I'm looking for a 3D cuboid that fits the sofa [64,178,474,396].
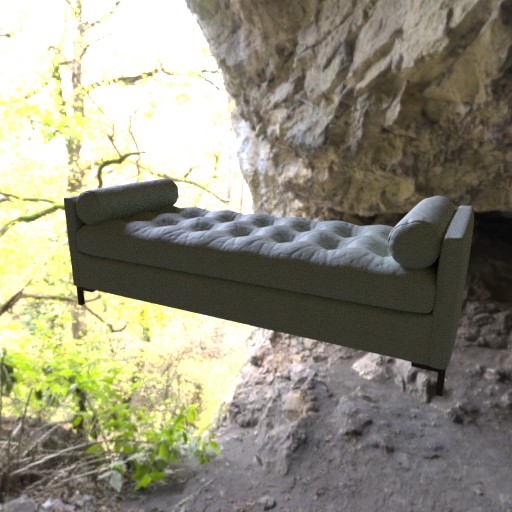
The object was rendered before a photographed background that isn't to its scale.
[{"bbox_3d":[0.000,0.000,2.445,2.102,0.705,0.796,8,18,26],"label":"sofa"}]
